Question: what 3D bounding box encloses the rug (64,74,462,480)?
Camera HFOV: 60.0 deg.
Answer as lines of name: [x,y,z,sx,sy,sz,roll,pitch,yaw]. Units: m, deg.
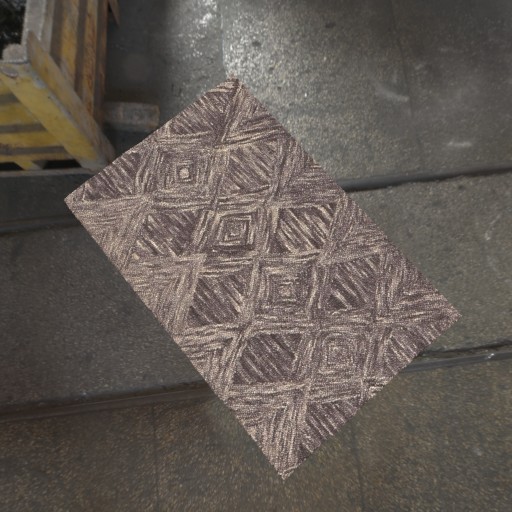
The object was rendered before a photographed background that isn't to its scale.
rug: [0.000,0.000,2.302,1.186,0.012,1.814,-39,80,-8]
